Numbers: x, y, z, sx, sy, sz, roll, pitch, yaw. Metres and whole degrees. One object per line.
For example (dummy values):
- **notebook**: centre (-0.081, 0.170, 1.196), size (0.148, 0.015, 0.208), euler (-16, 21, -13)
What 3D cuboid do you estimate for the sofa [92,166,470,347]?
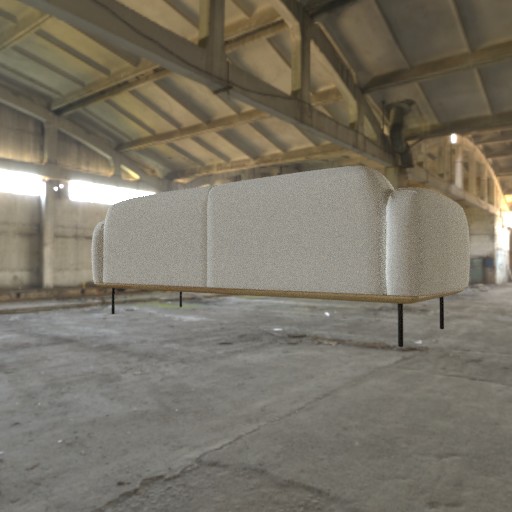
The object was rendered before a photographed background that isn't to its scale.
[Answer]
- **sofa**: centre (0.000, 0.000, 2.683), size (2.280, 0.780, 0.870), euler (-1, -1, 37)
